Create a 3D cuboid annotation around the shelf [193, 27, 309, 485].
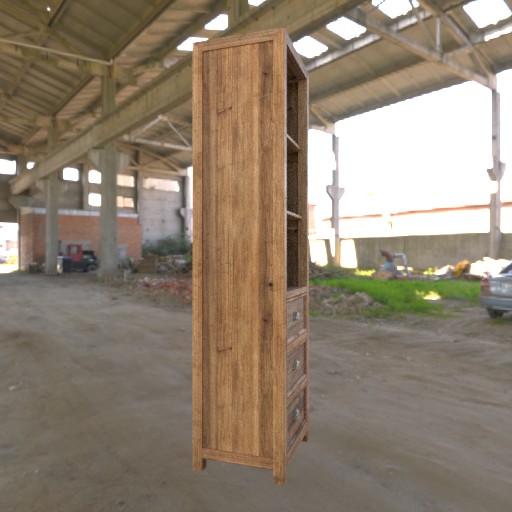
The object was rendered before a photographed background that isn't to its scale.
[{"bbox_3d":[0.000,0.000,2.138,0.428,1.900,0.500,0,0,19],"label":"shelf"}]
